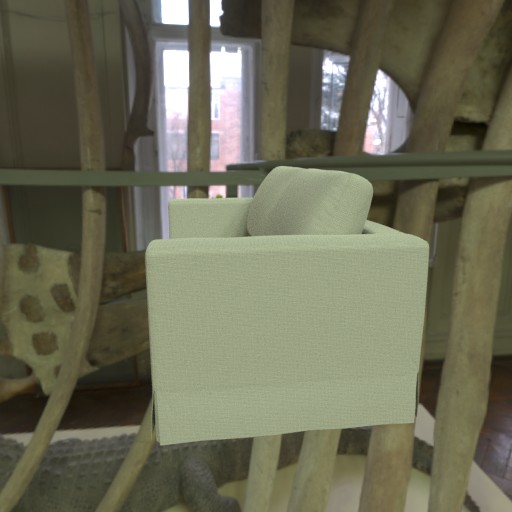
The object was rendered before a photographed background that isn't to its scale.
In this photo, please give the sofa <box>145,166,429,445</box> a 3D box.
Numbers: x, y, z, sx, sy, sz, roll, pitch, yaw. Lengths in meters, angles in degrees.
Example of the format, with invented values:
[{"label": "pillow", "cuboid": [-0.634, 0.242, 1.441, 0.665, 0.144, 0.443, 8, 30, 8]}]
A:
[{"label": "sofa", "cuboid": [0.000, 0.000, 2.391, 1.009, 0.932, 1.813, -2, 13, -8]}]
